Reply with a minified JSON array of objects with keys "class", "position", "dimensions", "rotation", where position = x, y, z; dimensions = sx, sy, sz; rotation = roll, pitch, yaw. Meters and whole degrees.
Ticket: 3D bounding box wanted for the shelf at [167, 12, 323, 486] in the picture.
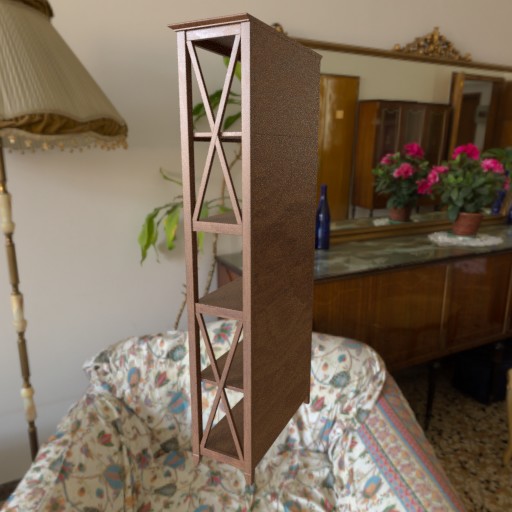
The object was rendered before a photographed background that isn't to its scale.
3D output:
[{"class":"shelf","position":[0.000,0.000,2.145],"dimensions":[0.335,1.905,0.805],"rotation":[7,15,26]}]
